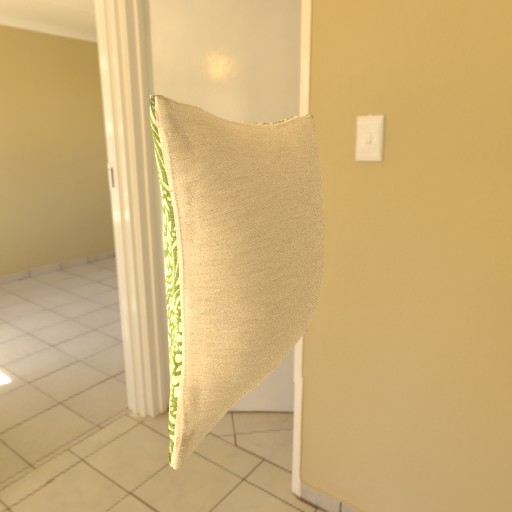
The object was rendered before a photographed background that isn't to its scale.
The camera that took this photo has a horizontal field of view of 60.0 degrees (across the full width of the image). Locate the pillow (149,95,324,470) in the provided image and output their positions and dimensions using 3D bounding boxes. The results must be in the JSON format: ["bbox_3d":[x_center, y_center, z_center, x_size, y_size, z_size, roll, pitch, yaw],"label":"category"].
[{"bbox_3d":[0.000,0.000,0.657,0.162,0.419,0.440,8,17,26],"label":"pillow"}]
